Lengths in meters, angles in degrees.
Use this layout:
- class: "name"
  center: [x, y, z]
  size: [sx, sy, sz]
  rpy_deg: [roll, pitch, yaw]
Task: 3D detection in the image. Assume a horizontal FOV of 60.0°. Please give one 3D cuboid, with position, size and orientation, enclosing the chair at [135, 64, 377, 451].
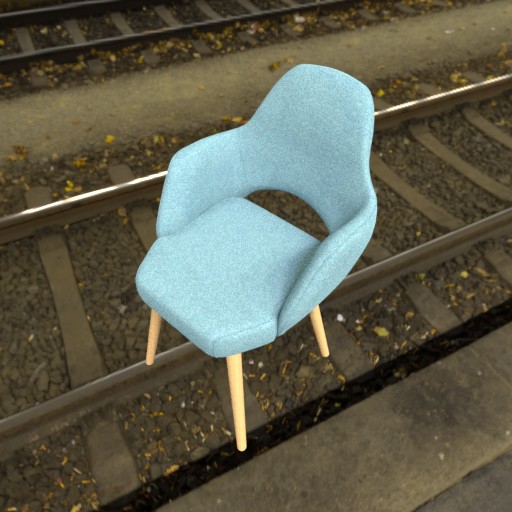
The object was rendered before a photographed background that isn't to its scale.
- class: "chair"
  center: [0.000, 0.000, 1.324]
  size: [0.589, 0.920, 0.666]
  rpy_deg: [33, 54, 28]
